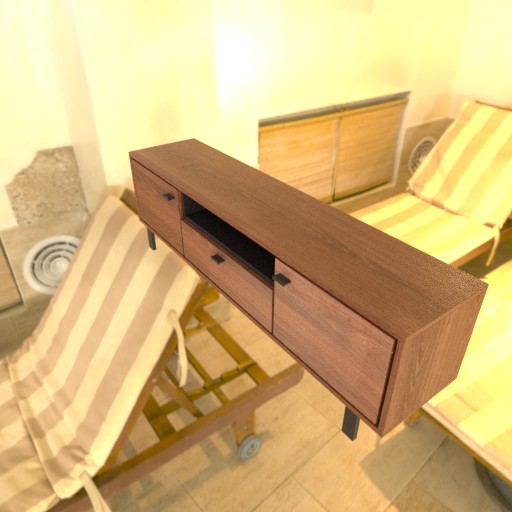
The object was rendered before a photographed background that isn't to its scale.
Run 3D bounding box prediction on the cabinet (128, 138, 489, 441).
[{"bbox_3d":[0.000,0.000,1.831,0.400,0.500,1.650,-22,38,-30],"label":"cabinet"}]
